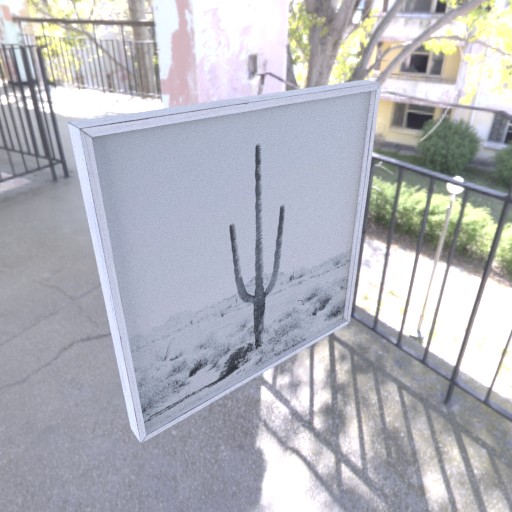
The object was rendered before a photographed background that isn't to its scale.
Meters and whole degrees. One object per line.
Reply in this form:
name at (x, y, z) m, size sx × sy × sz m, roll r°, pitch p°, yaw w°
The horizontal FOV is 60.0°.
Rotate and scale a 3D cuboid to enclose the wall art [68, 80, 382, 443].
wall art at (0.000, 0.000, 0.746) m, size 0.508 × 0.508 × 0.038 m, roll -21°, pitch 36°, yaw -33°
